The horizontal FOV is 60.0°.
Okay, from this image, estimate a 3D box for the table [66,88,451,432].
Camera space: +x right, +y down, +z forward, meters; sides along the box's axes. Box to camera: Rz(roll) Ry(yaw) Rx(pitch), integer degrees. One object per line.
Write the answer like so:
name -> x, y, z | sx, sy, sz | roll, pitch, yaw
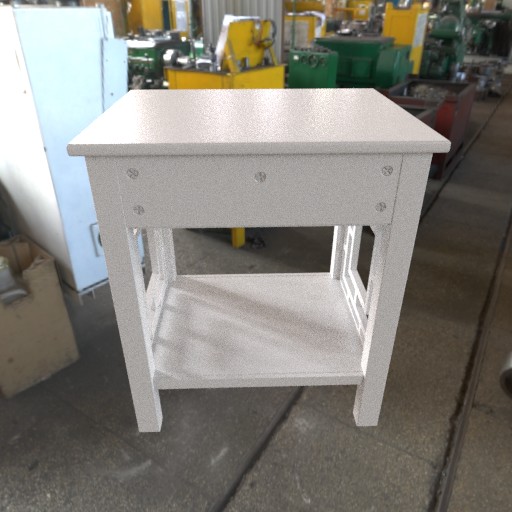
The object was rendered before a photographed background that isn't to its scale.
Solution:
table -> 0.000, 0.000, 1.004 | 0.564, 0.646, 0.451 | -1, 30, -2
